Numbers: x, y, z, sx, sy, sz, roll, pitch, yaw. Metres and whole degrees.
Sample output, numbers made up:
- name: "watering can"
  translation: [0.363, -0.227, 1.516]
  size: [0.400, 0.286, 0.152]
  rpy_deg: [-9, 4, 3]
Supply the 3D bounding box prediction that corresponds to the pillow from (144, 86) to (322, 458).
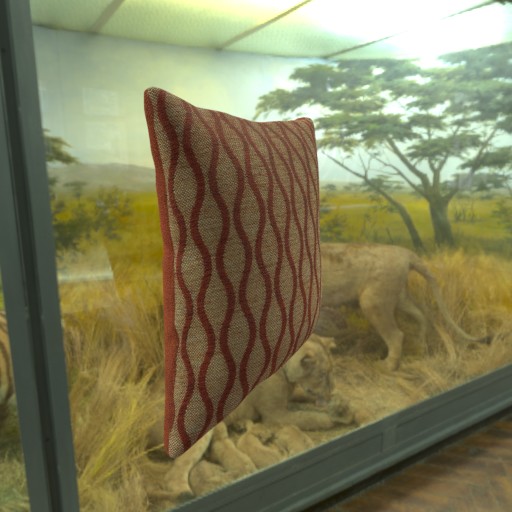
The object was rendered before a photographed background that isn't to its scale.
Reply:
- name: "pillow"
  translation: [0.000, 0.000, 0.668]
  size: [0.159, 0.434, 0.429]
  rpy_deg: [6, 14, 27]
